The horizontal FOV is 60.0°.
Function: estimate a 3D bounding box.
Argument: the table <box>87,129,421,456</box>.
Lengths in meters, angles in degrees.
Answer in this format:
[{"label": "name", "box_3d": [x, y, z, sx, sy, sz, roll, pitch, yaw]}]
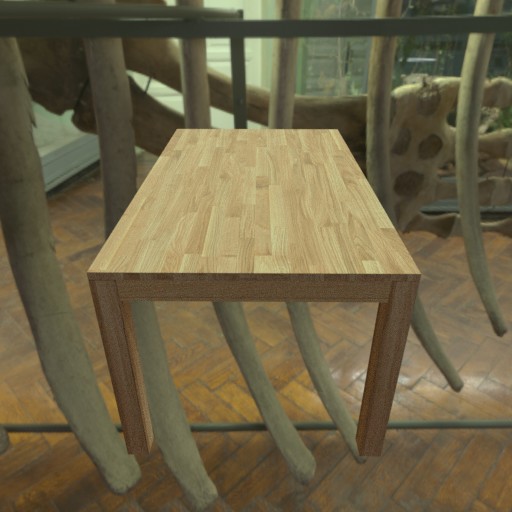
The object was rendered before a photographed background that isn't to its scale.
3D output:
[{"label": "table", "box_3d": [0.000, 0.000, 2.032, 0.900, 0.770, 1.500, 0, 30, 0]}]
